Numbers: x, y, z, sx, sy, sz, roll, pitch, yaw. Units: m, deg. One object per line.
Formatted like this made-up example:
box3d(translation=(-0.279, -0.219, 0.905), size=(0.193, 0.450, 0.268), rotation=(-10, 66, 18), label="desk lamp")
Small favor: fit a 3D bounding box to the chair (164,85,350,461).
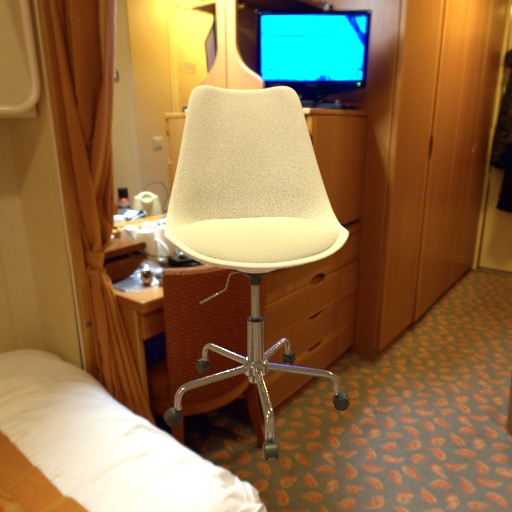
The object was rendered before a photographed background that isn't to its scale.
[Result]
box3d(translation=(0.000, 0.000, 1.238), size=(0.550, 0.930, 0.550), rotation=(-2, 16, -8), label="chair")
